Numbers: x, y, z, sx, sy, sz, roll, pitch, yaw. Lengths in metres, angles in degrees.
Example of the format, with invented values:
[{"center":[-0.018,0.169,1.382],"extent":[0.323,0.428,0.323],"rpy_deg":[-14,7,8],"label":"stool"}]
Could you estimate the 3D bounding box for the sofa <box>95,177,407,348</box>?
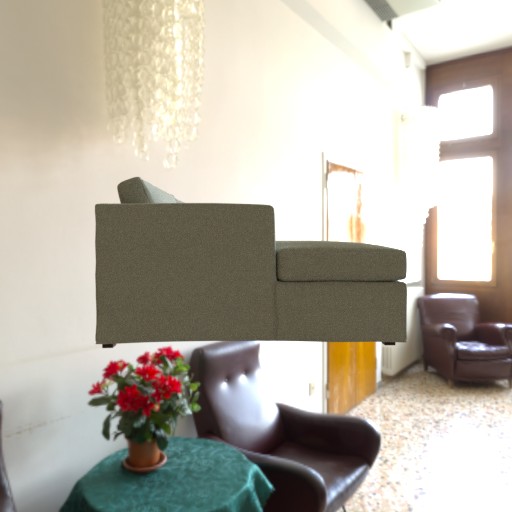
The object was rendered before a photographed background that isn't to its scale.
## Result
[{"center":[0.000,0.000,3.825],"extent":[1.650,0.922,3.205],"rpy_deg":[0,1,0],"label":"sofa"}]
